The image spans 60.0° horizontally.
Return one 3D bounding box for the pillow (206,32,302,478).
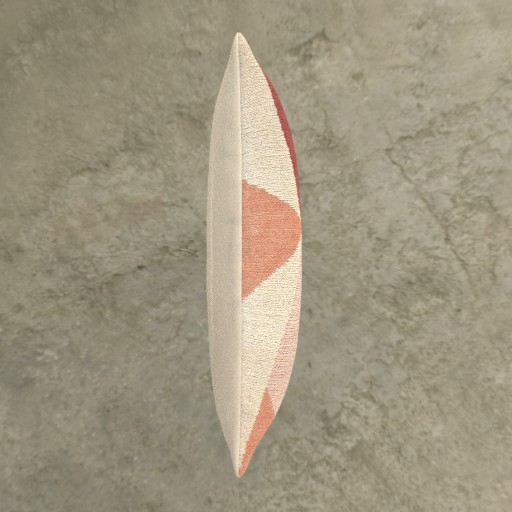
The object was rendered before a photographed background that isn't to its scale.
[{"bbox_3d":[0.000,0.000,0.740,0.155,0.292,0.609,0,91,0],"label":"pillow"}]
